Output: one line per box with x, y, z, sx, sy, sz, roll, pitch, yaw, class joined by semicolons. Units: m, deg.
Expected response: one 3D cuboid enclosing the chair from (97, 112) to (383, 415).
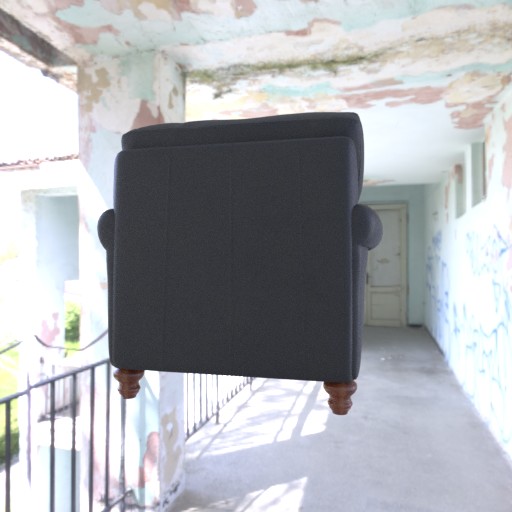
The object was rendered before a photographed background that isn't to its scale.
0.000;0.000;1.826;1.015;0.960;1.027;0;0;17;chair
